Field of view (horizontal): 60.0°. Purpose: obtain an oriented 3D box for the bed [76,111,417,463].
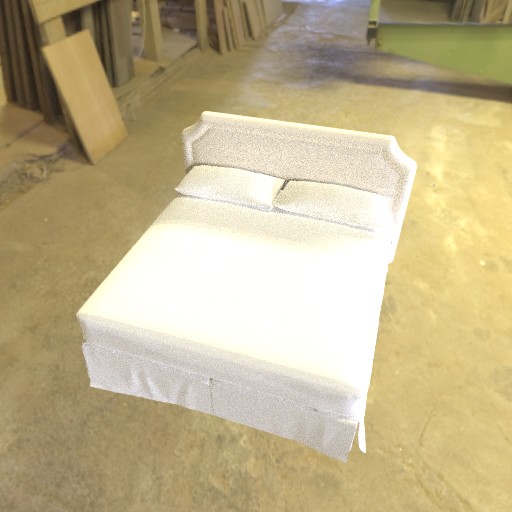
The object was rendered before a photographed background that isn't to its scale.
[{"bbox_3d":[0.000,0.000,3.477,2.160,1.301,2.204,12,42,14],"label":"bed"}]
